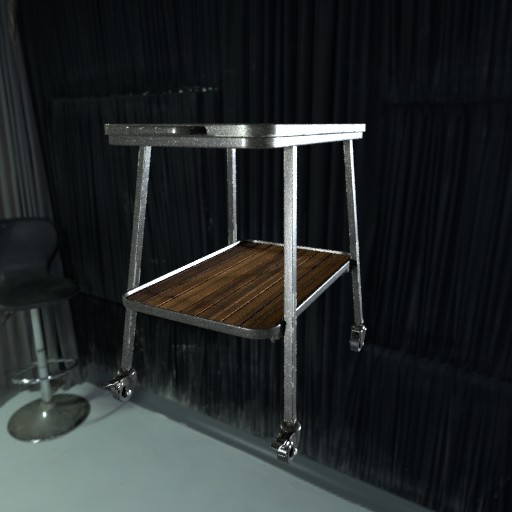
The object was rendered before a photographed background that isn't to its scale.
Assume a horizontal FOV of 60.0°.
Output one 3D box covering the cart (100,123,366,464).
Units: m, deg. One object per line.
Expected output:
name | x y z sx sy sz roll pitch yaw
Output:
cart | 0.000 0.000 1.226 0.515 0.700 0.806 9 19 26
